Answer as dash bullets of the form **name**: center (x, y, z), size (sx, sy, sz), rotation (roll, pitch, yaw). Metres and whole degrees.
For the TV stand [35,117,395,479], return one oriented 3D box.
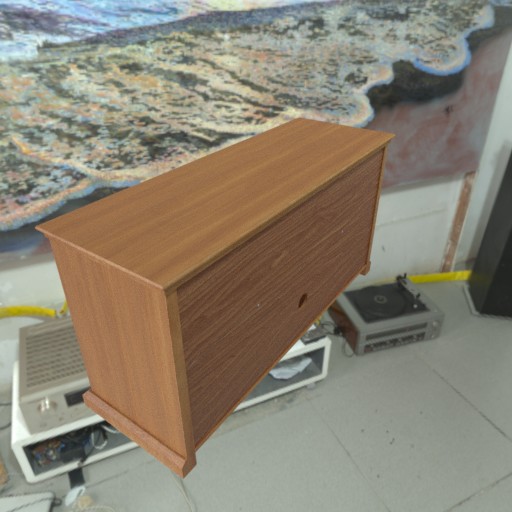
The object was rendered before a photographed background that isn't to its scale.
- **TV stand**: center (0.000, 0.000, 1.478), size (0.417, 0.607, 1.181), rotation (21, 37, 30)
